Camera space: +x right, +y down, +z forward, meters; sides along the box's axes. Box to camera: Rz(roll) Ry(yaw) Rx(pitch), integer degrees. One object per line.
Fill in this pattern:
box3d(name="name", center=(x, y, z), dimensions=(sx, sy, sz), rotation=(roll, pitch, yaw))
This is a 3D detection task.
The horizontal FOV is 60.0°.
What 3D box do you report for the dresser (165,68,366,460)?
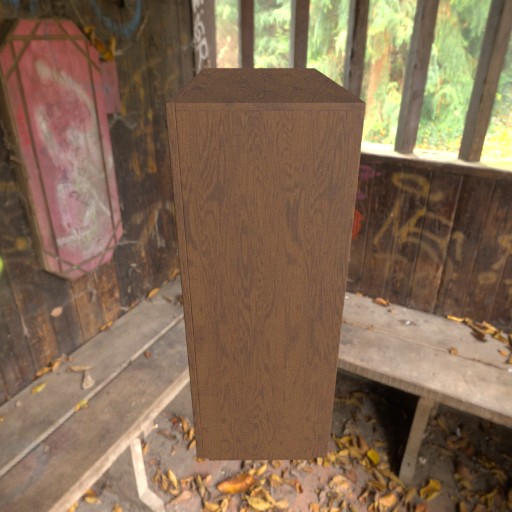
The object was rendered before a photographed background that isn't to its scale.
box3d(name="dresser", center=(0.000, 0.000, 1.783), dimensions=(0.516, 1.320, 0.964), rotation=(0, 27, 0))
